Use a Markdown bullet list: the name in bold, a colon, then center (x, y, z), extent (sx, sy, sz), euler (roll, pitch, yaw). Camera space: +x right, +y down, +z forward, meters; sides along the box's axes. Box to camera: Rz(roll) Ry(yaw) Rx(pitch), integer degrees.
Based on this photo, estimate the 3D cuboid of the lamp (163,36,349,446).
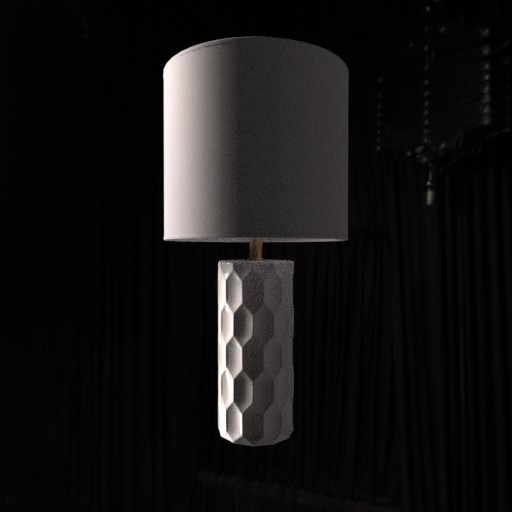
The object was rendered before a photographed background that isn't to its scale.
- **lamp**: center (0.000, 0.000, 0.679), extent (0.277, 0.537, 0.277), euler (0, 1, 18)
